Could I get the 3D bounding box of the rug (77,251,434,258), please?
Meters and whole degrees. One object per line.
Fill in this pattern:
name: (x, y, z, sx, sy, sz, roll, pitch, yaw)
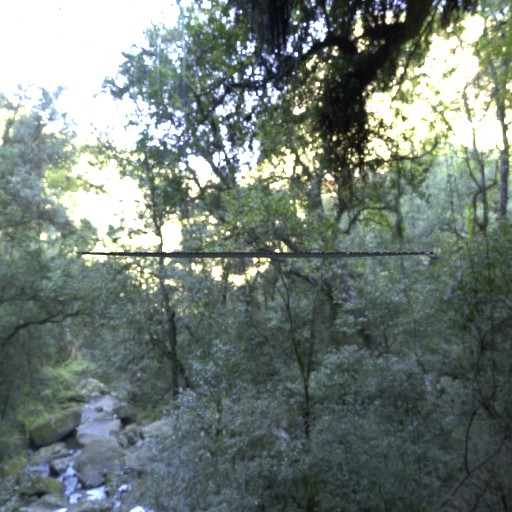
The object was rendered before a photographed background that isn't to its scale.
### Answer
rug: (0.000, 0.000, 2.529, 1.237, 0.010, 2.029, 0, -1, 0)
